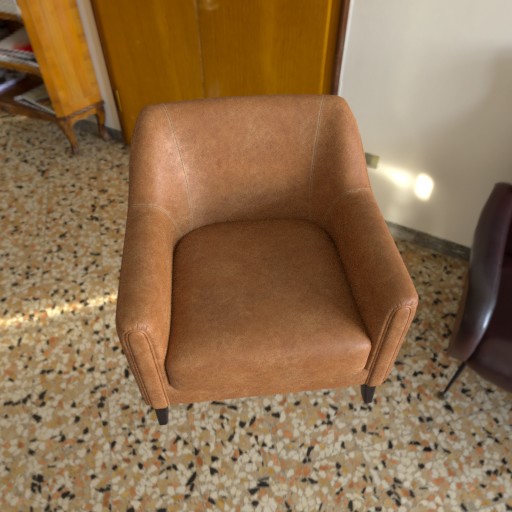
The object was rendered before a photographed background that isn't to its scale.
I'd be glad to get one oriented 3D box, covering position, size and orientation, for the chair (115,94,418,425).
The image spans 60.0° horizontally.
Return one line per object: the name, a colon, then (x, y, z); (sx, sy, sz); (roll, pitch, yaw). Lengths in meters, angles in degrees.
chair: (0.000, 0.000, 1.898); (1.037, 0.980, 1.034); (-5, 46, -4)
